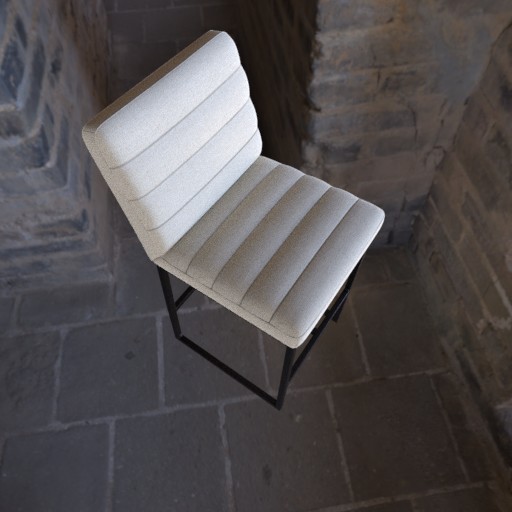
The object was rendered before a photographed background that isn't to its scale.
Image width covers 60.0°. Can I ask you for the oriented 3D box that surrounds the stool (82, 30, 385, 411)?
[{"bbox_3d":[0.000,0.000,1.325,0.560,1.040,0.460,30,62,18],"label":"stool"}]
